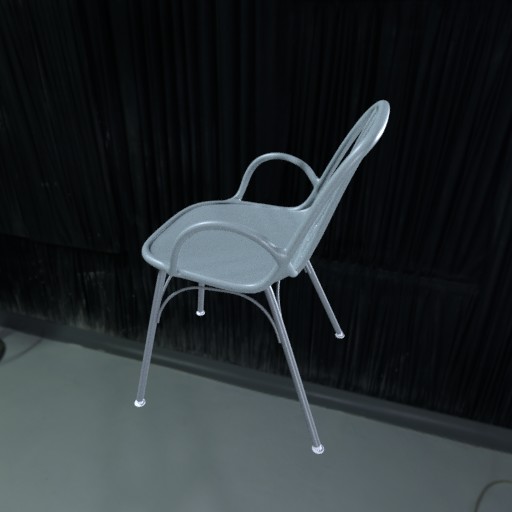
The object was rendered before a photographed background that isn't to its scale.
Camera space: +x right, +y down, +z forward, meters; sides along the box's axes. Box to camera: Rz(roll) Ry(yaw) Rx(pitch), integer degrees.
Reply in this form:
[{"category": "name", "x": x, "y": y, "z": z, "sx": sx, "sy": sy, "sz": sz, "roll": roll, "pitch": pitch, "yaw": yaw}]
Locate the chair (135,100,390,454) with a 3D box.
[{"category": "chair", "x": 0.000, "y": 0.000, "z": 1.215, "sx": 0.597, "sy": 0.816, "sz": 0.549, "roll": 8, "pitch": 29, "yaw": 14}]
